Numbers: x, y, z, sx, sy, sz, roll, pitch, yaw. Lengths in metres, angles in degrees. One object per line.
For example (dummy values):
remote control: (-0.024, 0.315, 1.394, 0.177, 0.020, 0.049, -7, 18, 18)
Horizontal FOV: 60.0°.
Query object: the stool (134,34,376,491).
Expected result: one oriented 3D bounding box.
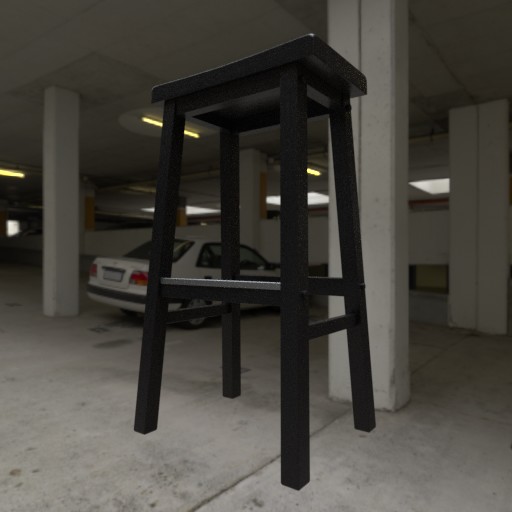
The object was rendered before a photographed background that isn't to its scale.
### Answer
stool: (0.000, 0.000, 0.946, 0.406, 0.742, 0.322, 0, 0, 36)
